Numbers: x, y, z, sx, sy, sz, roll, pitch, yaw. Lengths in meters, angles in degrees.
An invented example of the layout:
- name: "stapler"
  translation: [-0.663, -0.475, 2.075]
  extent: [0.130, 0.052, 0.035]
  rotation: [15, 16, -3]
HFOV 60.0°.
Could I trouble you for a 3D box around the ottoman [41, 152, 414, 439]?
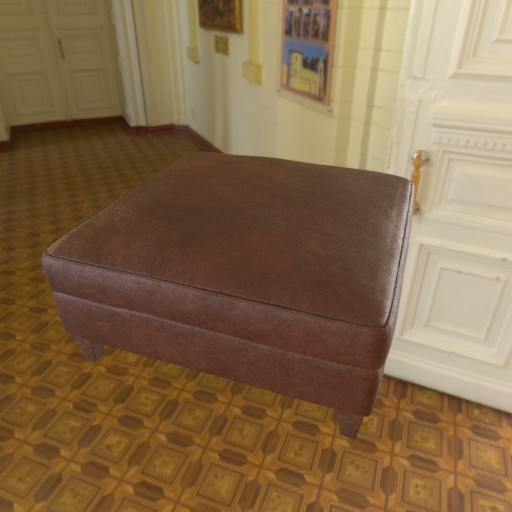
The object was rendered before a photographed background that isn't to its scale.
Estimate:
- name: "ottoman"
  translation: [0.000, 0.000, 1.333]
  extent: [0.844, 0.415, 0.836]
  rotation: [11, 33, 17]
